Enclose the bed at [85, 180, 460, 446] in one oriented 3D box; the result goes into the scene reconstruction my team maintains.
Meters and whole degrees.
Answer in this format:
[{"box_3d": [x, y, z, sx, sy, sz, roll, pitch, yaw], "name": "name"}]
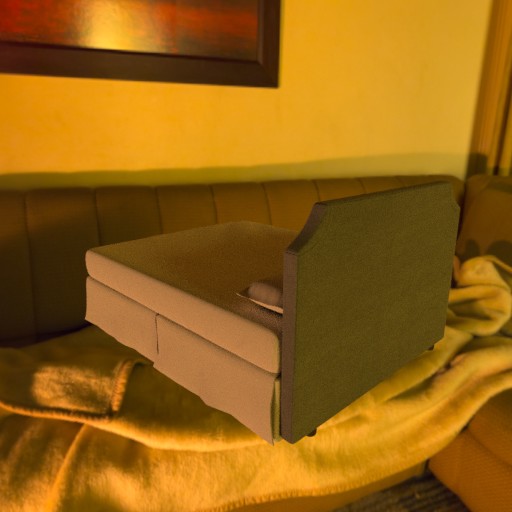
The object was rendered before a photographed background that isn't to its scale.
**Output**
[{"box_3d": [0.000, 0.000, 3.624, 1.977, 1.306, 2.464, -15, 22, -42], "name": "bed"}]
